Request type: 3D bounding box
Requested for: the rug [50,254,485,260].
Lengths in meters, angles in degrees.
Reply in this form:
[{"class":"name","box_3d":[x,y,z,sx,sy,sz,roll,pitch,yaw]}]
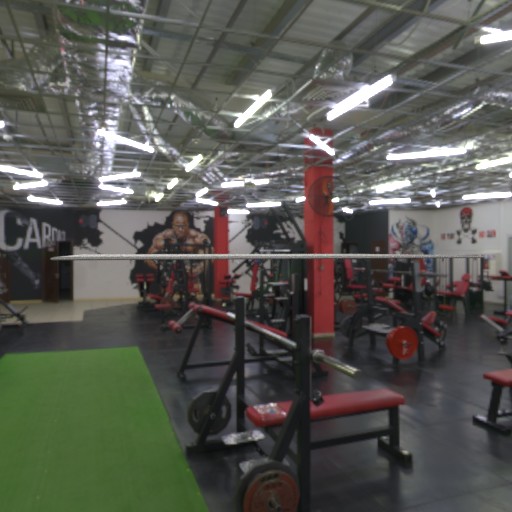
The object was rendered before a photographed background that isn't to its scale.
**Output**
[{"class":"rug","box_3d":[0.000,0.000,2.365,1.847,0.012,1.224,0,1,-17]}]
